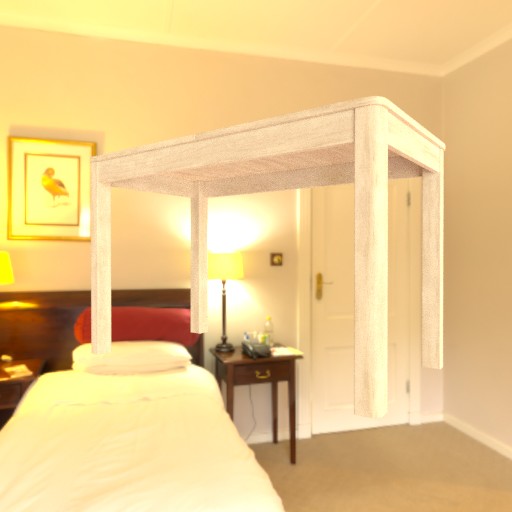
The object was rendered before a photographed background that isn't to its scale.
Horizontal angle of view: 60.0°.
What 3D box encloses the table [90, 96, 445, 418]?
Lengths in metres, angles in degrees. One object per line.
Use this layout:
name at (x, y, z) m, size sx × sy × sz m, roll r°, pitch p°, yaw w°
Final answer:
table at (0.000, 0.000, 1.932) m, size 1.400 × 0.900 × 0.750 m, roll 0°, pitch 1°, yaw 36°
